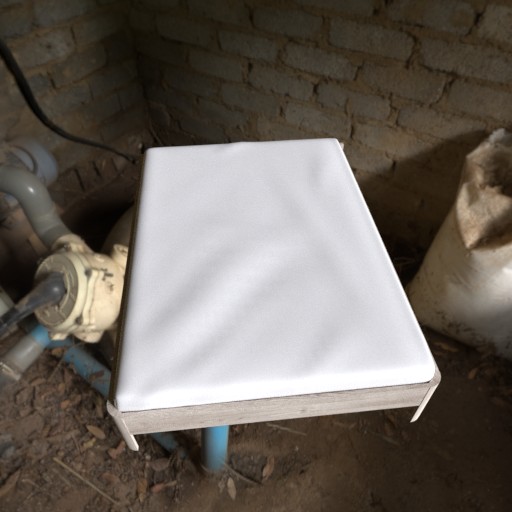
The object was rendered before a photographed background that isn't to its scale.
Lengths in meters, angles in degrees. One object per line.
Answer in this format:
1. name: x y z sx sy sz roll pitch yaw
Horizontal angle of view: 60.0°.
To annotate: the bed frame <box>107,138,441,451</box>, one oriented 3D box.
1. bed frame: 0.000 0.000 2.617 1.490 0.462 1.950 -4 46 -4
